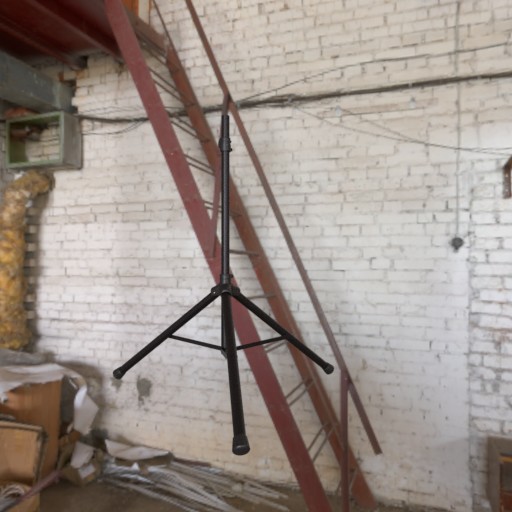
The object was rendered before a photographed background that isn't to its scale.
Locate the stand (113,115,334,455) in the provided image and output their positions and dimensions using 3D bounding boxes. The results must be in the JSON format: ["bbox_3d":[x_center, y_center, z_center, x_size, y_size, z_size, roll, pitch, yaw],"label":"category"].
[{"bbox_3d":[0.000,0.000,1.888,0.907,1.136,1.045,0,0,-35],"label":"stand"}]
